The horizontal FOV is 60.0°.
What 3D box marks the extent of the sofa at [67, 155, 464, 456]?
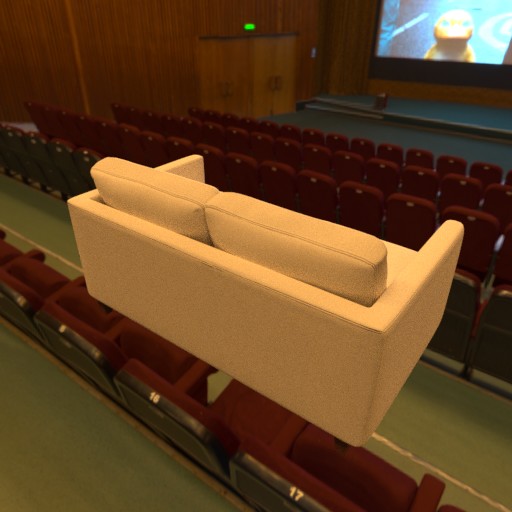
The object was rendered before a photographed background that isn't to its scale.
[{"bbox_3d":[0.000,0.000,2.224,1.702,0.888,0.964,21,36,31],"label":"sofa"}]
